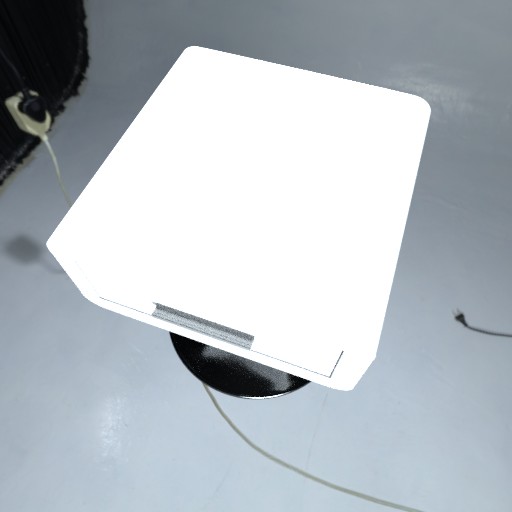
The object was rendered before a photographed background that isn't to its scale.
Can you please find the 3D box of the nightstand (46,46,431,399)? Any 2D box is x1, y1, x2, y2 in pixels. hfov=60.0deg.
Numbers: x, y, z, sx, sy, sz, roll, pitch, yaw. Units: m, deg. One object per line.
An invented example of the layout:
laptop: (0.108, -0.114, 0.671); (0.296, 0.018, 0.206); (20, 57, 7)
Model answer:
nightstand: (0.000, 0.000, 0.755); (0.399, 0.447, 0.404); (17, 60, 10)
